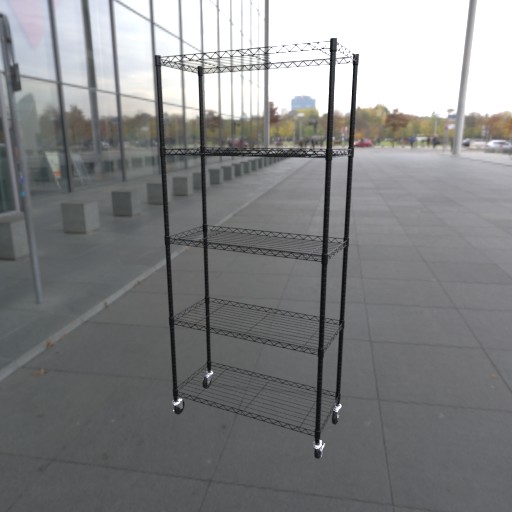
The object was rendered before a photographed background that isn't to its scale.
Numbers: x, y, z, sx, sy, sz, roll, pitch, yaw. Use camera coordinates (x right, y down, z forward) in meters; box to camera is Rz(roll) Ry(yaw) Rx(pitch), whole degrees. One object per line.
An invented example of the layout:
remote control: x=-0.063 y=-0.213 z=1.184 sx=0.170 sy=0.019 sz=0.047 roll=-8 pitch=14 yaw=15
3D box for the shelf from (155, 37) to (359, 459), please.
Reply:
shelf: x=0.000 y=0.000 z=1.962 sx=0.762 sy=1.645 sz=0.356 roll=7 pitch=16 yaw=25
